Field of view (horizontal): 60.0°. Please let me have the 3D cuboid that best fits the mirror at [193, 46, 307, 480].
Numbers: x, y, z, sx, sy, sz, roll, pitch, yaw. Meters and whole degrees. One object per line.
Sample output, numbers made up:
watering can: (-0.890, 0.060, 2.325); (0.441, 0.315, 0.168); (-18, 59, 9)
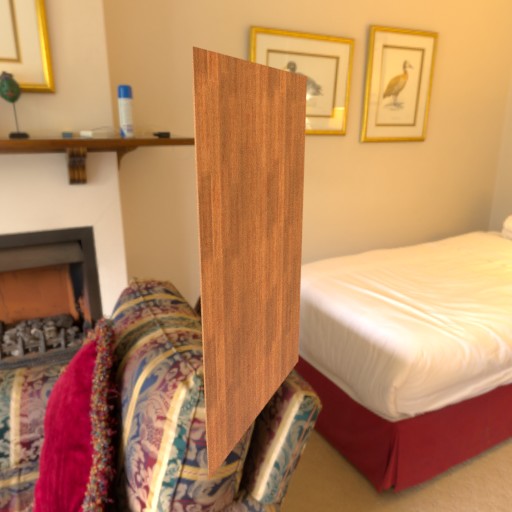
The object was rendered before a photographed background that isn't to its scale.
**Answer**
mirror: (0.000, 0.000, 1.272); (0.047, 1.010, 0.651); (8, 19, 24)
